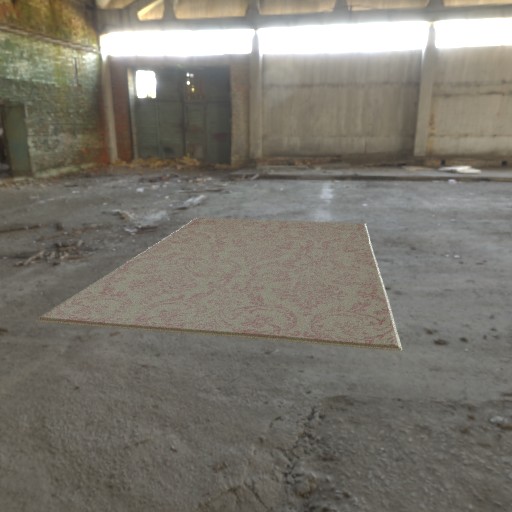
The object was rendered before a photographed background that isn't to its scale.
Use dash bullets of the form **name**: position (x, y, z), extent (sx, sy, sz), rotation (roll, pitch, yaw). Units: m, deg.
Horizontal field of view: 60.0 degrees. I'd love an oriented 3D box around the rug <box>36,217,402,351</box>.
- **rug**: position (0.000, 0.000, 3.427), extent (1.819, 0.018, 2.746), rotation (3, 16, 10)
